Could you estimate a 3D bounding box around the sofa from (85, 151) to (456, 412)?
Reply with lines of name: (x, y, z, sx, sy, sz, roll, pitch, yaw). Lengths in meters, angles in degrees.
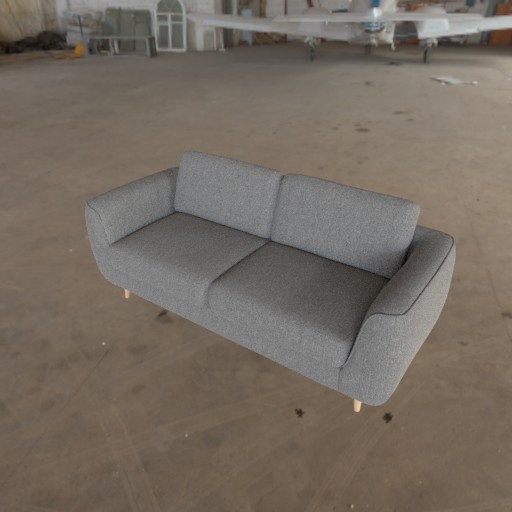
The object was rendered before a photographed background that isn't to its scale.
sofa: (0.000, 0.000, 2.540, 2.000, 0.870, 0.920, 19, 35, 30)
